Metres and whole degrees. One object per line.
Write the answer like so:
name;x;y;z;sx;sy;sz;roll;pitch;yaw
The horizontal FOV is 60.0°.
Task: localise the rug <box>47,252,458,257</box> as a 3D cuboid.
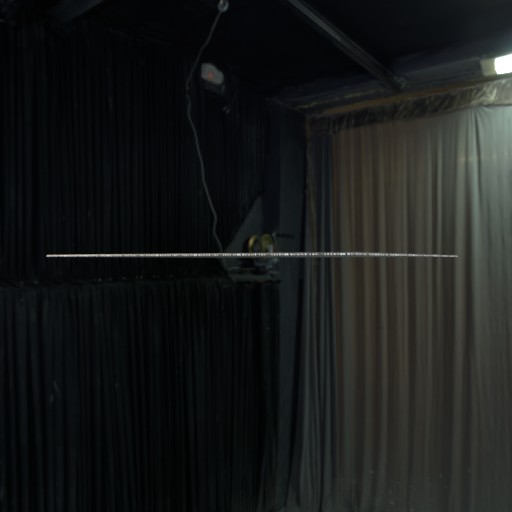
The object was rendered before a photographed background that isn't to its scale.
rug;0.000;0.000;4.009;2.932;0.015;2.315;0;0;36
